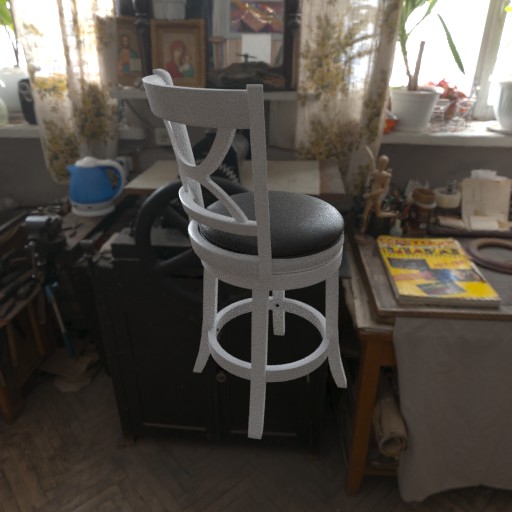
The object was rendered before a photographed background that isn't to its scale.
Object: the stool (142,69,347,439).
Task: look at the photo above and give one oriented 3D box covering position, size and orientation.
[{"bbox_3d":[0.000,0.000,1.239,0.508,0.953,0.444,-18,32,-31],"label":"stool"}]
